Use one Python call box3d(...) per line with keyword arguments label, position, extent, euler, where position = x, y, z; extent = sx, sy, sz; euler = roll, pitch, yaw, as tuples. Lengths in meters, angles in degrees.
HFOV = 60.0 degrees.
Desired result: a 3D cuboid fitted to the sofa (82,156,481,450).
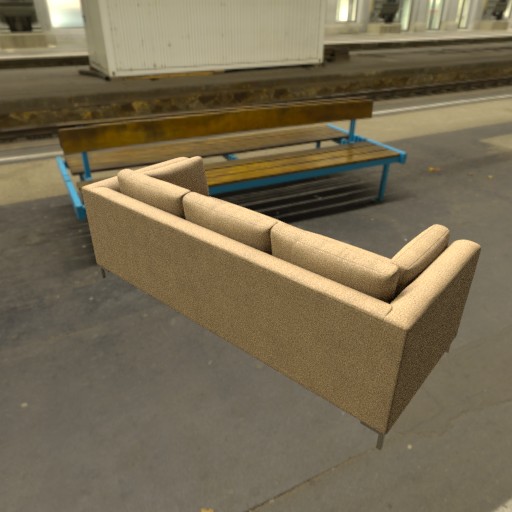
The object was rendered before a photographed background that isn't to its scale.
box3d(label="sofa", position=(0.000, 0.000, 2.906), extent=(2.415, 0.867, 0.969), euler=(23, 37, 34))
